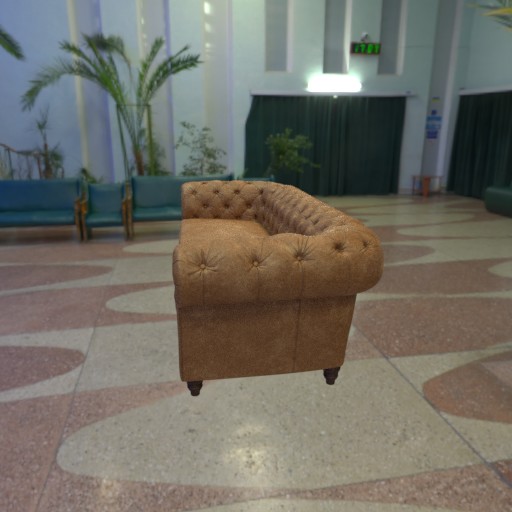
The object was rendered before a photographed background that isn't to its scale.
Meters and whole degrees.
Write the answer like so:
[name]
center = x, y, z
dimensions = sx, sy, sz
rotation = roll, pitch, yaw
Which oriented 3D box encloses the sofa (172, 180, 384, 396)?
[sofa]
center = 0.000, 0.000, 2.861
dimensions = 0.989, 0.760, 2.365
rotation = -2, 16, -8
